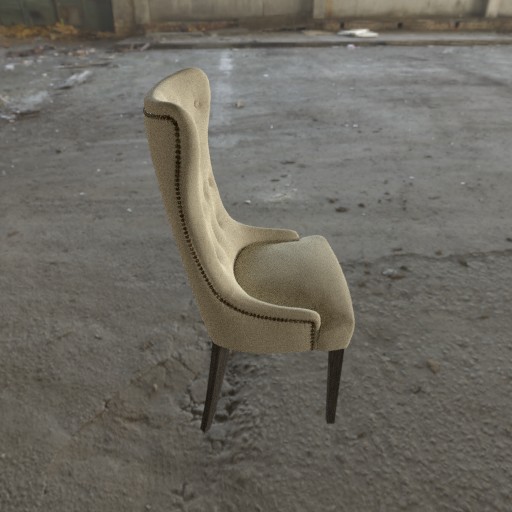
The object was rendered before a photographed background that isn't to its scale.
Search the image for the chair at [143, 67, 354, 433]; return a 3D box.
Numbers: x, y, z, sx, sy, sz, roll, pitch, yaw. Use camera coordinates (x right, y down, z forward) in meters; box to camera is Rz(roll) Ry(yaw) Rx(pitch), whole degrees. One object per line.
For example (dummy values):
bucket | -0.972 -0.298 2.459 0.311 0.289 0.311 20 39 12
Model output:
chair | 0.000 0.000 1.432 0.590 1.065 0.584 -1 31 -2
